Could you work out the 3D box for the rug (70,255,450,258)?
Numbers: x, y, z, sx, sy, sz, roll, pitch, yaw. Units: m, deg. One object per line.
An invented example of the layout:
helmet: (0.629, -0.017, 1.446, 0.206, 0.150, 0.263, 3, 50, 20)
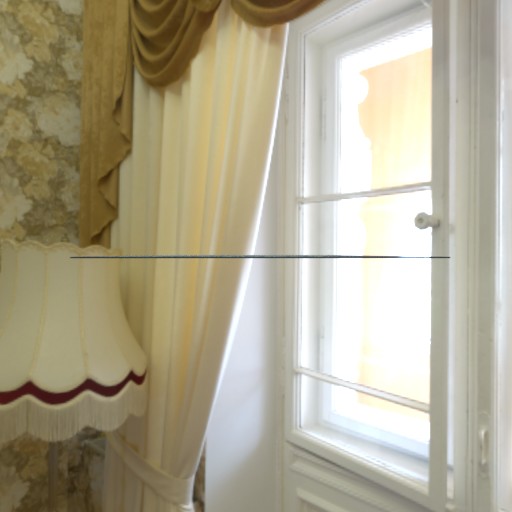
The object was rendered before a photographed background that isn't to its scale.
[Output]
rug: (0.000, 0.000, 2.987, 1.525, 0.007, 2.440, 0, 0, -1)
